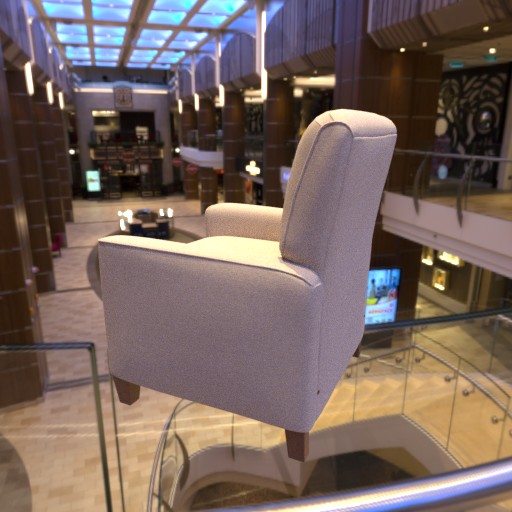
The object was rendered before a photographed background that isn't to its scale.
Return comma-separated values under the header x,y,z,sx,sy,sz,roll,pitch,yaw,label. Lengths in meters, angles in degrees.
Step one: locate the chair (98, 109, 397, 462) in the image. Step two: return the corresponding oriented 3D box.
x,y,z,sx,sy,sz,roll,pitch,yaw,label
0.000,0.000,1.661,0.858,1.023,0.841,8,18,24,chair
